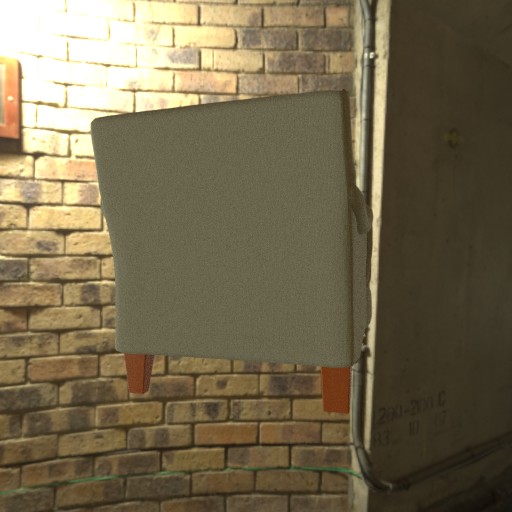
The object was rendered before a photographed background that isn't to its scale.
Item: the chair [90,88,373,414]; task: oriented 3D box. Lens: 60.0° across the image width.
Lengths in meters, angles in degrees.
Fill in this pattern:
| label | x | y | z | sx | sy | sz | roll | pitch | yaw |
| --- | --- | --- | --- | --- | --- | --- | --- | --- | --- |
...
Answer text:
| label | x | y | z | sx | sy | sz | roll | pitch | yaw |
| --- | --- | --- | --- | --- | --- | --- | --- | --- | --- |
| chair | 0.000 | 0.000 | 1.880 | 0.955 | 1.038 | 1.070 | 0 | -1 | 17 |
